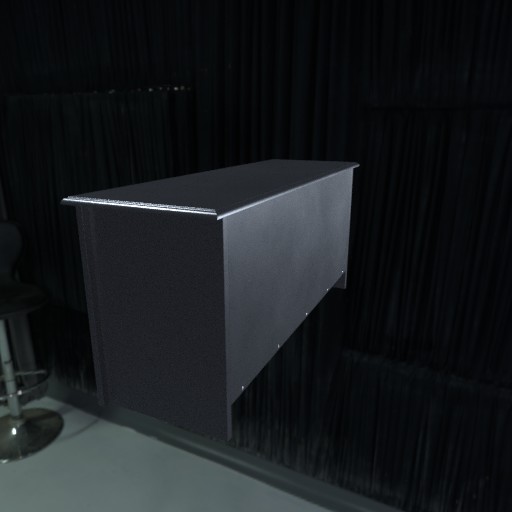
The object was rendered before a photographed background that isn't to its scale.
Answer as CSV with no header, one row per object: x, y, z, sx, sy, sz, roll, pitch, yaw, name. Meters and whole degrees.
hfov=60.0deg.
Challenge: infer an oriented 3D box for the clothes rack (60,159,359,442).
0.000,0.000,1.522,0.406,0.556,1.219,8,18,24,clothes rack
